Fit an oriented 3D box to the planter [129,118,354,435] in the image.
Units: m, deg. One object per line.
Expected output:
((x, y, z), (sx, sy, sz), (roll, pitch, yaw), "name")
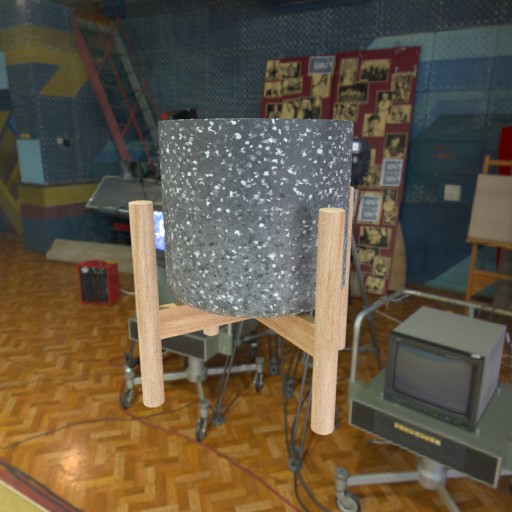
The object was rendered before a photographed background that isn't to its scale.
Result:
((0.000, 0.000, 0.554), (0.284, 0.320, 0.284), (-2, 15, -8), "planter")
